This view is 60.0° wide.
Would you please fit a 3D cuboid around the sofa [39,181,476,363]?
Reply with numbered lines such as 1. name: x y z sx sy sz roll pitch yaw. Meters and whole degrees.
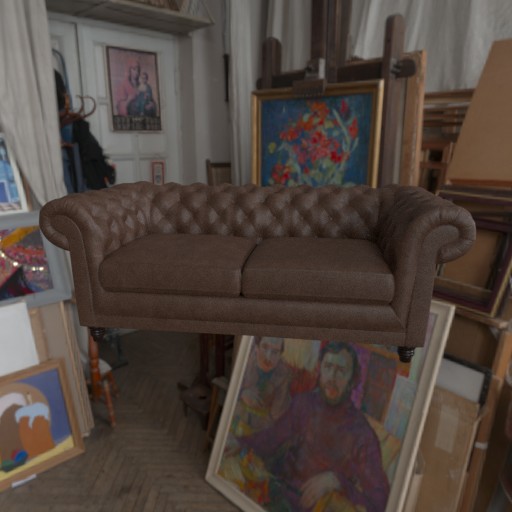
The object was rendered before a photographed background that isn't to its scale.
1. sofa: 0.000 0.000 2.522 2.048 0.784 0.955 2 14 8
